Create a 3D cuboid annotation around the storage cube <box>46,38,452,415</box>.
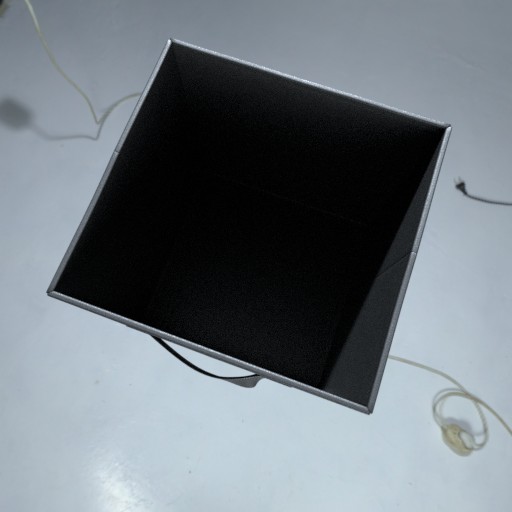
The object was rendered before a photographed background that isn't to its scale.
[{"bbox_3d":[0.000,0.000,0.496,0.270,0.280,0.270,19,77,5],"label":"storage cube"}]
